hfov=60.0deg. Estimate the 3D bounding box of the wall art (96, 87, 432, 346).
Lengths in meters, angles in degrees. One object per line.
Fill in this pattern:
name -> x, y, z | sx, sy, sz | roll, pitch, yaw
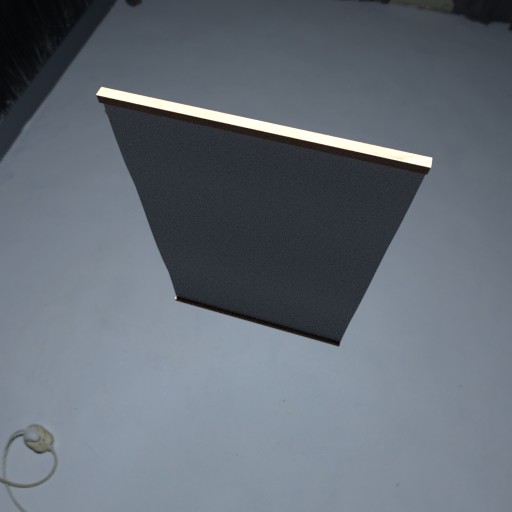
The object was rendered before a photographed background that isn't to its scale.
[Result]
wall art -> 0.000, 0.000, 0.646 | 0.332, 0.508, 0.012 | 15, 61, 8
